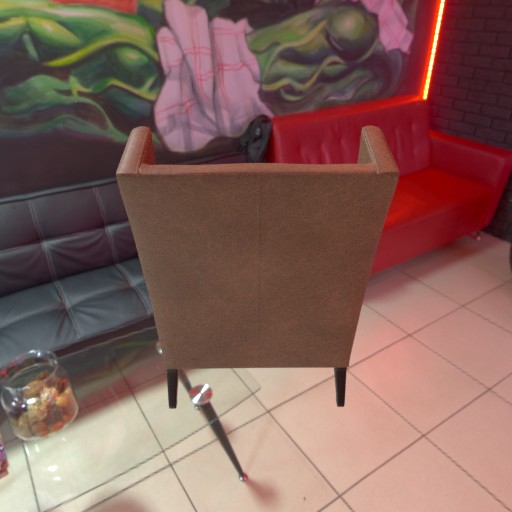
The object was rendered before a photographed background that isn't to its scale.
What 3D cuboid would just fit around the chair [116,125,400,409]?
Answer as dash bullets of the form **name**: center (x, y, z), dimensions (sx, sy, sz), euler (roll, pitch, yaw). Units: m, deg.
- **chair**: center (0.000, 0.000, 1.734), dimensions (0.815, 1.088, 0.913), euler (0, 30, -1)
